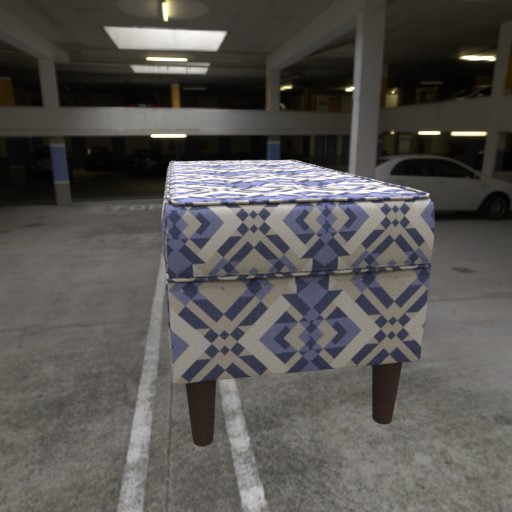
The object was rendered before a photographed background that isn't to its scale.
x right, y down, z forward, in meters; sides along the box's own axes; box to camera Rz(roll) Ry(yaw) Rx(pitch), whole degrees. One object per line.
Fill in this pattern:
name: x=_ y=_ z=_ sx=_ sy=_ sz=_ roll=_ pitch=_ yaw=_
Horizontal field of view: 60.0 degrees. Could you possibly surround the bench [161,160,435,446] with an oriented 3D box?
bench: x=0.000 y=0.000 z=1.269 sx=0.492 sy=0.477 sz=1.016 roll=-3 pitch=16 yaw=-10
